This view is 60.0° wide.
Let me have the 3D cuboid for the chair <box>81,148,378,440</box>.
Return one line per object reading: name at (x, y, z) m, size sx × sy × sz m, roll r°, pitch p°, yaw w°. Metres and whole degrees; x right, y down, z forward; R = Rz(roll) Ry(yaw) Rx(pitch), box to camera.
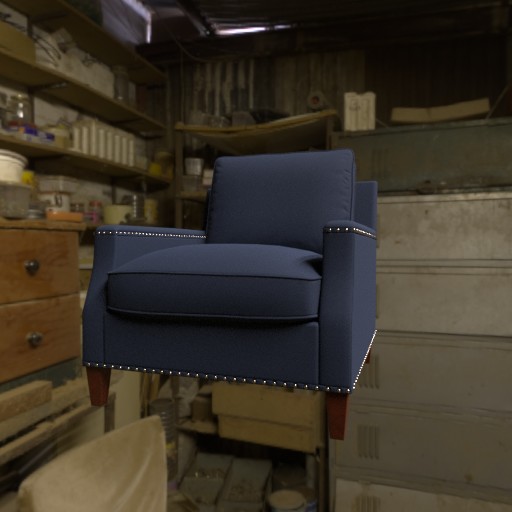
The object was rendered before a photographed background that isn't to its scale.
chair at (0.000, 0.000, 1.709) m, size 0.853 × 0.943 × 1.014 m, roll 0°, pitch 1°, yaw 19°
